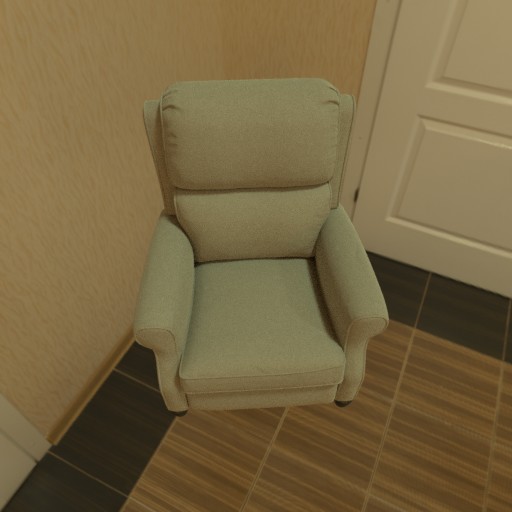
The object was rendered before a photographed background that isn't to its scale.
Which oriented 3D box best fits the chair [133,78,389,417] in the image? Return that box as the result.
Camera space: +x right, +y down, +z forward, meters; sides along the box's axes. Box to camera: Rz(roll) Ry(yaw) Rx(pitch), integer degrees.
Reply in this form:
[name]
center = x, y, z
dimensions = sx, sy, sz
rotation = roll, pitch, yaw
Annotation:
[chair]
center = 0.000, 0.000, 1.735
dimensions = 0.859, 1.046, 0.919
rotation = -3, 49, -2
